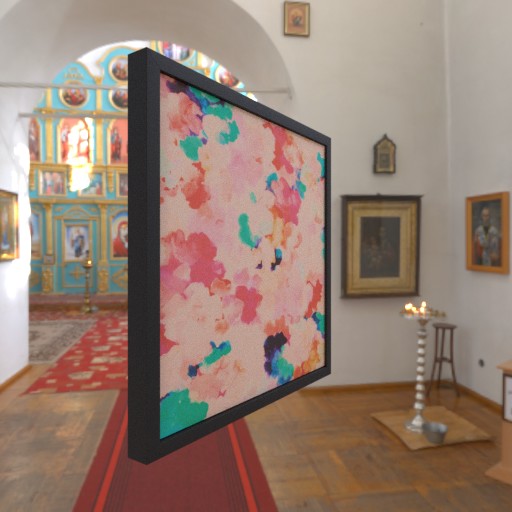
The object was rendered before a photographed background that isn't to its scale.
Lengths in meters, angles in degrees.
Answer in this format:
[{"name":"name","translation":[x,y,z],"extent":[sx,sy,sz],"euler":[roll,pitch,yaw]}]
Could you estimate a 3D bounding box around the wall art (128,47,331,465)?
[{"name":"wall art","translation":[0.000,0.000,0.750],"extent":[0.036,0.503,0.506],"euler":[0,0,35]}]
